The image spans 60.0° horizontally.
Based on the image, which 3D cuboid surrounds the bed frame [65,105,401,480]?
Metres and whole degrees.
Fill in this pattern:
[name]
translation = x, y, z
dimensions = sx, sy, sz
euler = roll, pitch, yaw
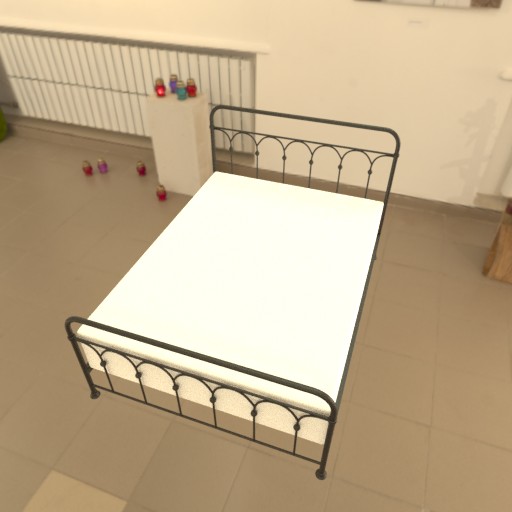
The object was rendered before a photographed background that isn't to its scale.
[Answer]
[bed frame]
translation = 0.000, 0.000, 3.222
dimensions = 1.664, 1.276, 2.203
euler = 13, 42, 15
